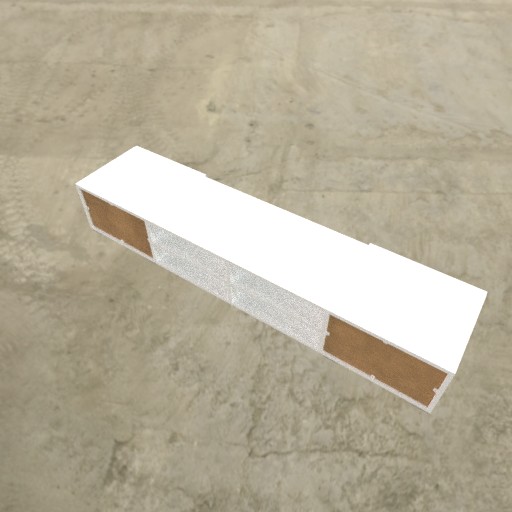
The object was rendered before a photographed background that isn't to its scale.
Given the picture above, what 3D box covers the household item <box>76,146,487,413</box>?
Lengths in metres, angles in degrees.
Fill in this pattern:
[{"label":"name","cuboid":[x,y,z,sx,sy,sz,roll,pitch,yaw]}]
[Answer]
[{"label":"household item","cuboid":[0.000,0.000,2.040,1.850,0.310,0.420,26,51,23]}]
